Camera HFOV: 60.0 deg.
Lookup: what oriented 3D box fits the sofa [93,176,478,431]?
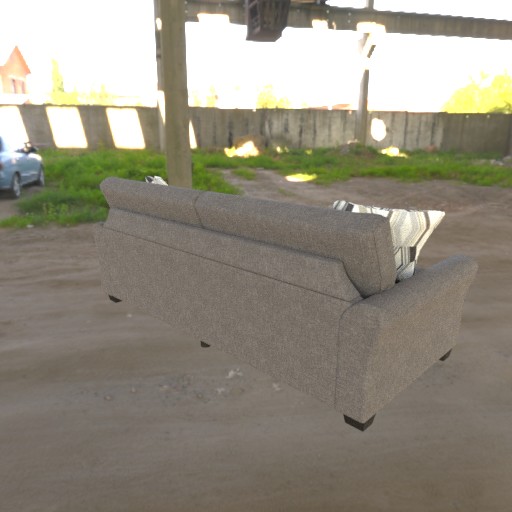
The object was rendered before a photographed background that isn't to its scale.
[{"bbox_3d":[0.000,0.000,2.442,2.032,0.813,0.889,15,22,42],"label":"sofa"}]
